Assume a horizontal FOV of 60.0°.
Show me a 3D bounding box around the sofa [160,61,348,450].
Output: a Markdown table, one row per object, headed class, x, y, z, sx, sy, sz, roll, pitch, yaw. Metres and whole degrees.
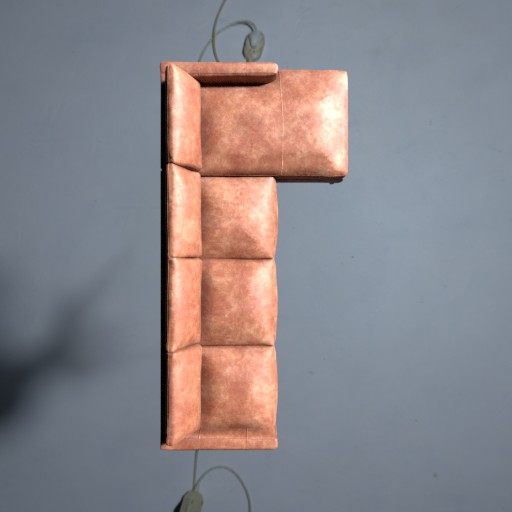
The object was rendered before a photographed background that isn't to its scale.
| class | x | y | z | sx | sy | sz | roll | pitch | yaw |
| --- | --- | --- | --- | --- | --- | --- | --- | --- | --- |
| sofa | 0.000 | 0.000 | 3.598 | 1.471 | 0.859 | 2.993 | 0 | 90 | 0 |
